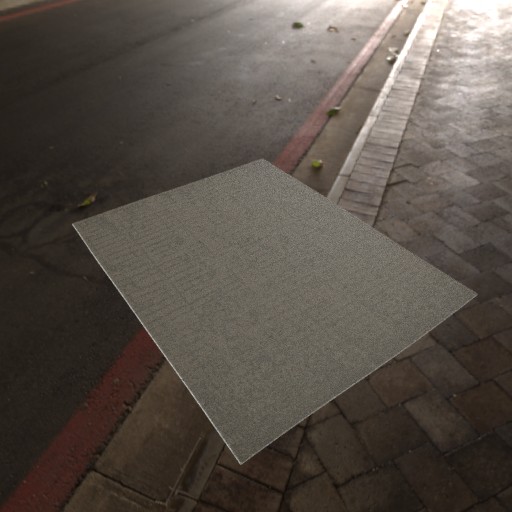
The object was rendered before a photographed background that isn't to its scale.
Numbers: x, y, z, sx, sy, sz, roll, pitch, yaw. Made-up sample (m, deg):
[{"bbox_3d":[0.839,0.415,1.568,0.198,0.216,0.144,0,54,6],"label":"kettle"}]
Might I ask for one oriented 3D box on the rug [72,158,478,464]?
[{"bbox_3d":[0.000,0.000,4.134,2.447,0.014,3.061,-25,45,-27],"label":"rug"}]
